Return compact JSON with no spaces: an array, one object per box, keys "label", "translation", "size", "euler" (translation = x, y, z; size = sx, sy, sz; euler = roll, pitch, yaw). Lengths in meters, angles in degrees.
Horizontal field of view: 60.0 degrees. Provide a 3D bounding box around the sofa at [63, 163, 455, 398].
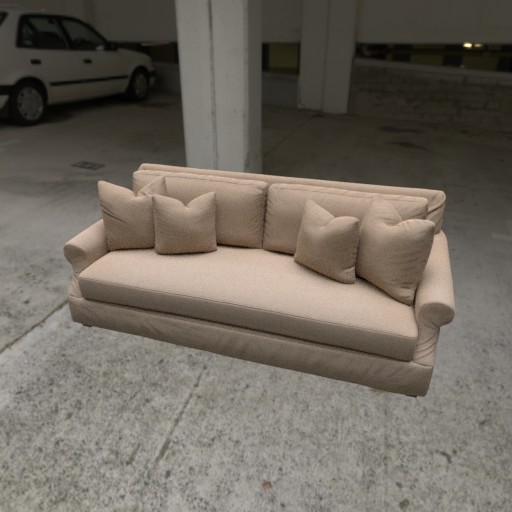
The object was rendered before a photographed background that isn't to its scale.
[{"label":"sofa","translation":[0.000,0.000,2.804],"size":[2.285,0.904,1.067],"euler":[8,28,16]}]
